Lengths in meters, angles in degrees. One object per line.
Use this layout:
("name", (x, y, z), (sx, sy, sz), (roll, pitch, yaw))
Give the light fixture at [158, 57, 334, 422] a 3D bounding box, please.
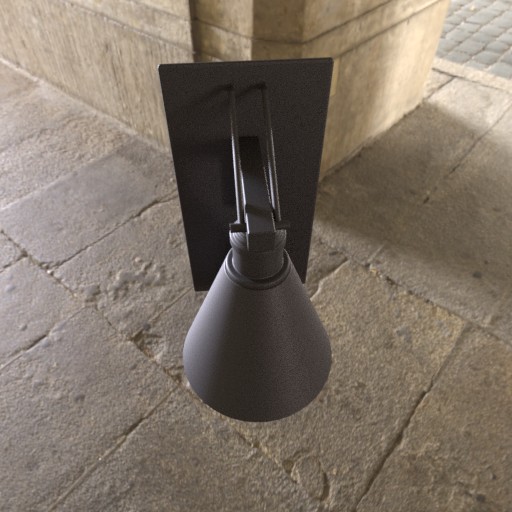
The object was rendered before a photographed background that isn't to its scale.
("light fixture", (0.000, 0.000, 0.420), (0.170, 0.298, 0.207), (-4, 48, -4))
